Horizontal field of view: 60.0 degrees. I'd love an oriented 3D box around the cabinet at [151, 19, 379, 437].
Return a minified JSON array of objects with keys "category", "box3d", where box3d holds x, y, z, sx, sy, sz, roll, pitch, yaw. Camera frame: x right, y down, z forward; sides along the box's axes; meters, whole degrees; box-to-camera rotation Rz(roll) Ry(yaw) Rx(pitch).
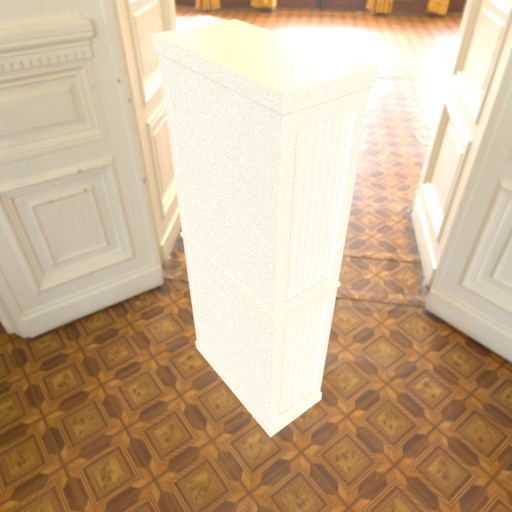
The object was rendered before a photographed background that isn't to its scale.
[{"category":"cabinet","box3d":[0.000,0.000,2.080,0.390,1.829,0.754,-26,47,-28]}]
